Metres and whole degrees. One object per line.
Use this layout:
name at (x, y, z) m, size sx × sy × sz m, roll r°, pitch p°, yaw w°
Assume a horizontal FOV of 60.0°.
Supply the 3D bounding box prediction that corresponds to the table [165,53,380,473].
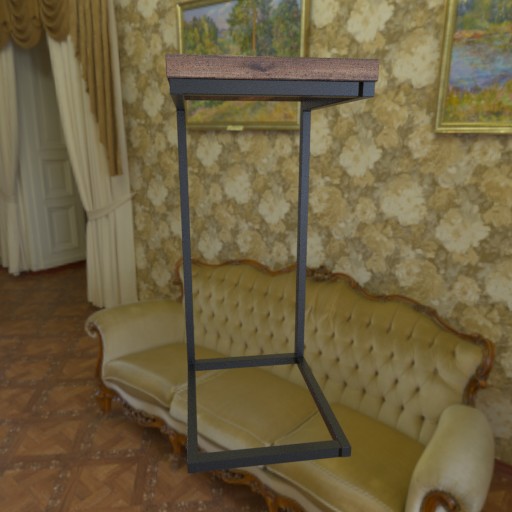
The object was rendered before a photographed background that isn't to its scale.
table at (0.000, 0.000, 0.943) m, size 0.323 × 0.718 × 0.414 m, roll -2°, pitch 15°, yaw -8°
